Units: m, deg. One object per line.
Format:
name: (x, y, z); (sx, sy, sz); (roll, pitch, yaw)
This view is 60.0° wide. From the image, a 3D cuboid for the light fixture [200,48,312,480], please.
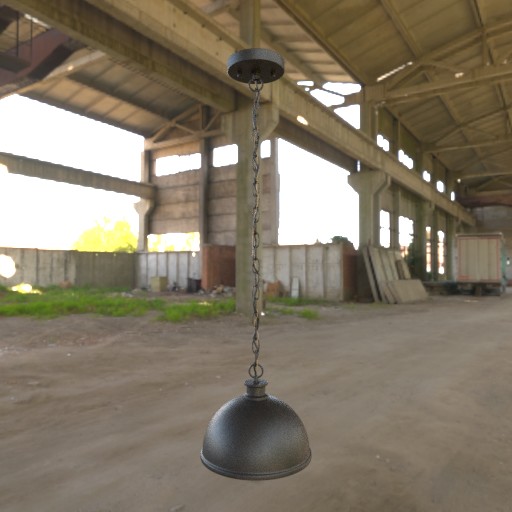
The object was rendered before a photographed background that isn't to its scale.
light fixture: (0.000, 0.000, 1.232); (0.304, 1.090, 0.304); (0, -1, 0)
